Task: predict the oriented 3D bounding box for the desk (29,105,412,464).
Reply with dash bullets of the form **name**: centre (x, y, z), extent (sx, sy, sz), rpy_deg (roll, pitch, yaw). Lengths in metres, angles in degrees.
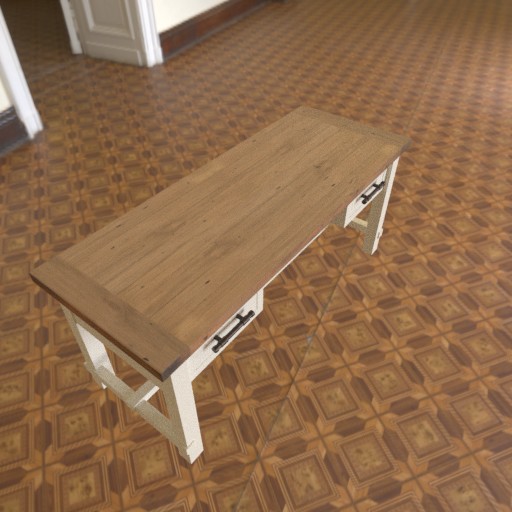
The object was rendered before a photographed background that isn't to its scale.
- **desk**: centre (0.000, 0.000, 2.233), extent (0.688, 0.762, 1.803), rpy_deg (28, 49, 27)
